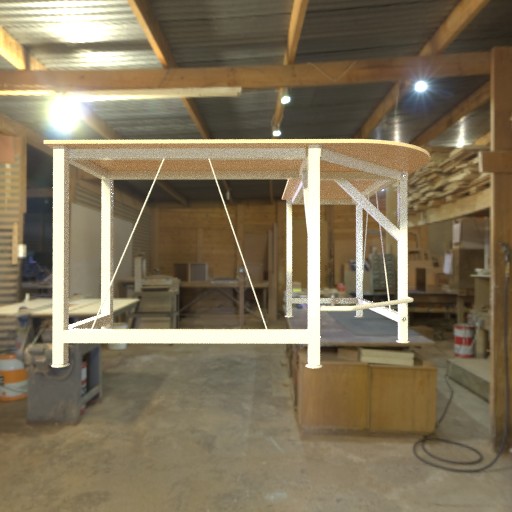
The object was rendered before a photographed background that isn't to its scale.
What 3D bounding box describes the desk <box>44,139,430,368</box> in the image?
[{"bbox_3d":[0.000,0.000,2.168,1.400,0.762,1.400,0,0,1],"label":"desk"}]
